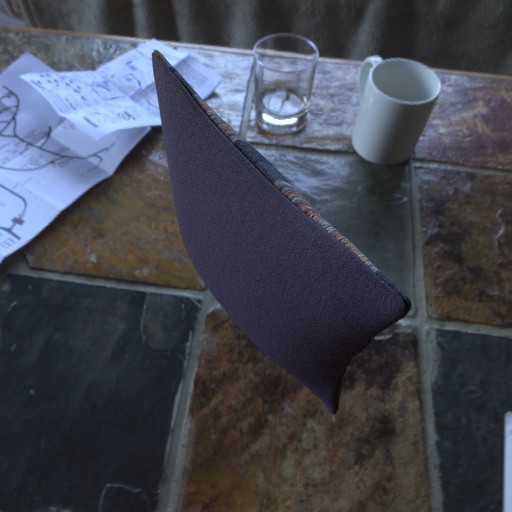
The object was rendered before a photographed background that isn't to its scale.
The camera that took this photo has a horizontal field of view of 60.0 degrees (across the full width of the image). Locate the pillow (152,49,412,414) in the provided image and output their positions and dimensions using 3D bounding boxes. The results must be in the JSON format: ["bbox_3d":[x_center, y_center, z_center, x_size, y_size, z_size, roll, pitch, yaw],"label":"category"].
[{"bbox_3d":[0.000,0.000,0.632,0.136,0.419,0.437,-32,64,-18],"label":"pillow"}]
